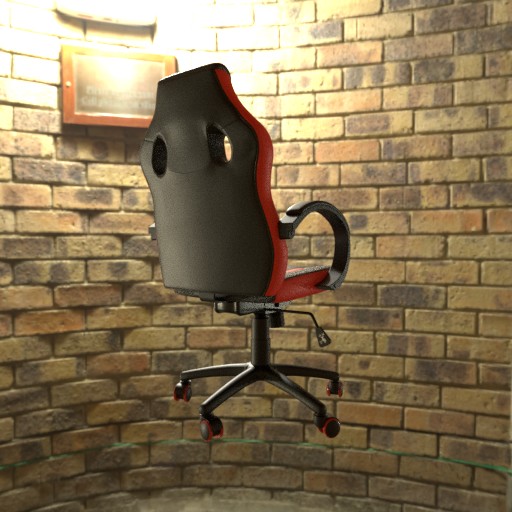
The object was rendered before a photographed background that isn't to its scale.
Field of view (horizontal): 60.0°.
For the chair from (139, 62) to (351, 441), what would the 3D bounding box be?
[{"bbox_3d":[0.000,0.000,1.422,0.600,1.016,0.642,1,2,35],"label":"chair"}]
